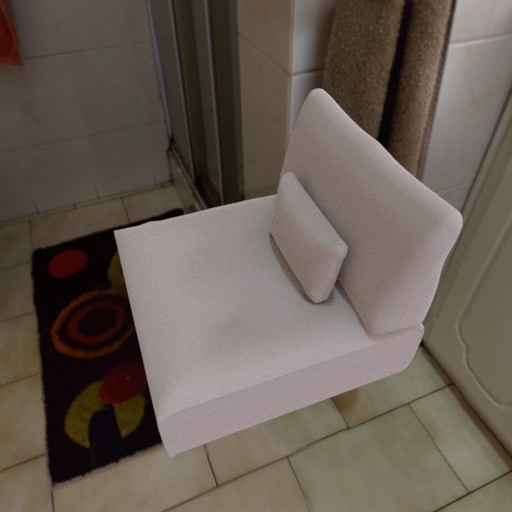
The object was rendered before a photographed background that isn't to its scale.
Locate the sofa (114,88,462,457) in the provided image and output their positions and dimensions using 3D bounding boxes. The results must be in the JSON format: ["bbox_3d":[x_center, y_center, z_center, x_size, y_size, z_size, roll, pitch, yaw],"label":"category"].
[{"bbox_3d":[0.000,0.000,1.703,1.000,0.828,0.935,-15,47,-14],"label":"sofa"}]
